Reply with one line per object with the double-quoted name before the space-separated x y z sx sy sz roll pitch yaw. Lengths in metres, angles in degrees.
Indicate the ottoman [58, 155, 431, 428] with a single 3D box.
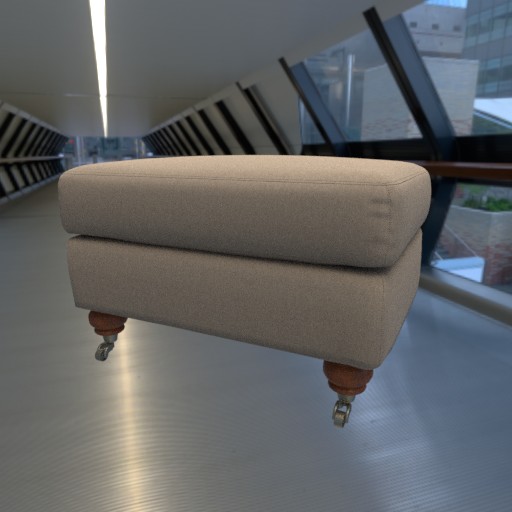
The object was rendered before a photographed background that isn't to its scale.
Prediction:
"ottoman" 0.000 0.000 1.124 0.773 0.497 0.574 7 15 25
